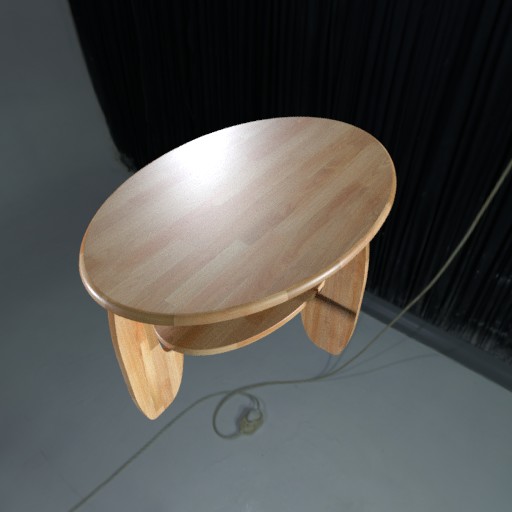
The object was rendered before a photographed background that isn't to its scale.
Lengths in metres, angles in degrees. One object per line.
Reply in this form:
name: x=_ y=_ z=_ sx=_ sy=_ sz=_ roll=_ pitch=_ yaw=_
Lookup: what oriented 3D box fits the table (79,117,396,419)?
table: x=0.000 y=0.000 z=1.348 sx=0.690 sy=0.490 sz=1.040 roll=25 pitch=47 yaw=26
